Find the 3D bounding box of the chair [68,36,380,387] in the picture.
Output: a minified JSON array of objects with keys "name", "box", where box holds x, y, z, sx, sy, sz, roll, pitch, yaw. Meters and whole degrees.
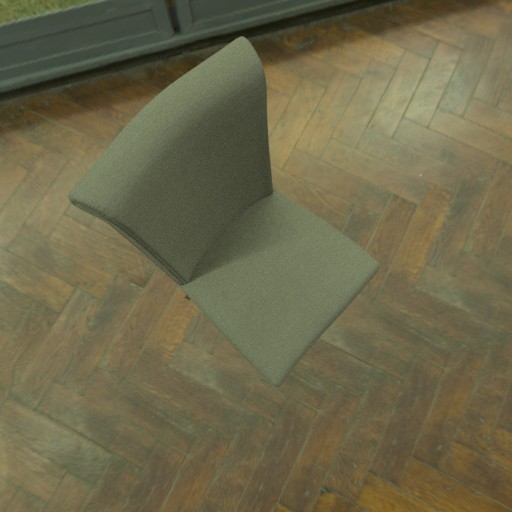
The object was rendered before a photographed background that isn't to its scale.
[{"name":"chair","box":[0.000,0.000,1.329,0.608,0.988,0.513,41,79,10]}]
